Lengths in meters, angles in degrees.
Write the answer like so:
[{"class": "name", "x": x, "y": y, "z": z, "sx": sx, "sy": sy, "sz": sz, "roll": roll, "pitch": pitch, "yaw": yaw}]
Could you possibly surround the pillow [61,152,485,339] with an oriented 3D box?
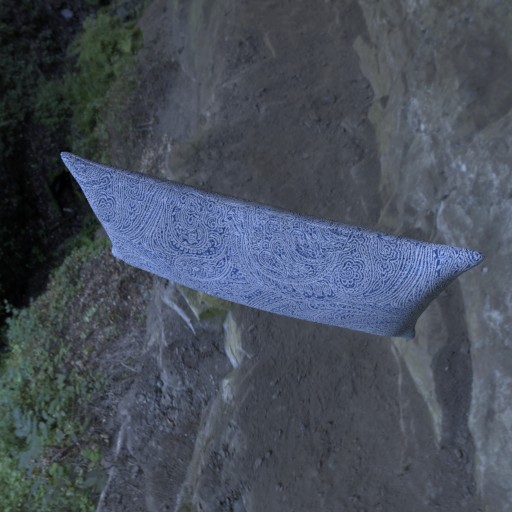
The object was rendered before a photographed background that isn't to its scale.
[{"class": "pillow", "x": 0.000, "y": 0.000, "z": 0.739, "sx": 0.615, "sy": 0.295, "sz": 0.151, "roll": 15, "pitch": 60, "yaw": 9}]
